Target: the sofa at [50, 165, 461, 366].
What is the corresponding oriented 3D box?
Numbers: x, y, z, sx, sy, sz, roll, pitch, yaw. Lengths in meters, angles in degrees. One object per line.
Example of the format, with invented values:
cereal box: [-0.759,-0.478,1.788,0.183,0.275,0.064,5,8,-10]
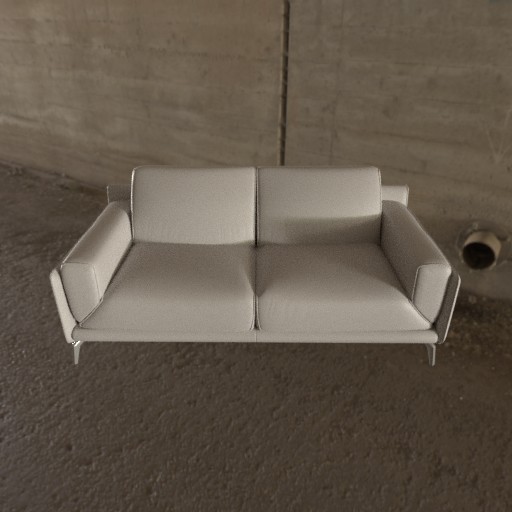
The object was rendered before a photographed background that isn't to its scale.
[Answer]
sofa: [0.000,0.000,2.681,2.101,0.930,1.049,0,29,0]
